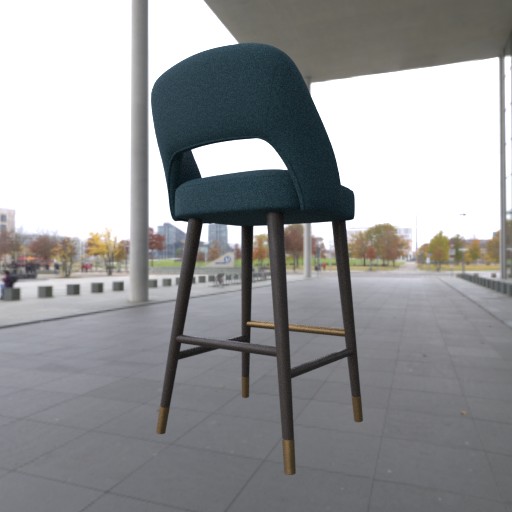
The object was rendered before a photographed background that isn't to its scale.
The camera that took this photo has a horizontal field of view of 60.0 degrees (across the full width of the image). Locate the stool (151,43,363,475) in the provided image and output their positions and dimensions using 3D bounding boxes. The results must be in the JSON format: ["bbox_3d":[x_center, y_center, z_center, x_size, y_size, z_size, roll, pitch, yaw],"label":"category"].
[{"bbox_3d":[0.000,0.000,1.317,0.536,1.032,0.522,-1,-1,35],"label":"stool"}]
